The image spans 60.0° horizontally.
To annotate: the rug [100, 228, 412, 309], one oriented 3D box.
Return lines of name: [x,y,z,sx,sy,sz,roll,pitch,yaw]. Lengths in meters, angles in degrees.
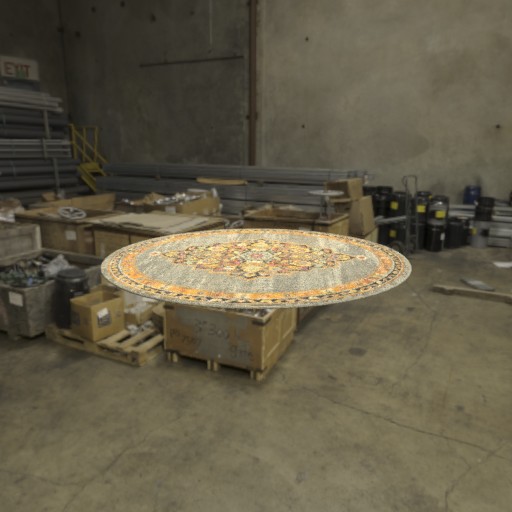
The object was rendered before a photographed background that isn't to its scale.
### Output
rug: [0.000,0.000,2.405,1.598,0.010,1.598,0,14,0]
